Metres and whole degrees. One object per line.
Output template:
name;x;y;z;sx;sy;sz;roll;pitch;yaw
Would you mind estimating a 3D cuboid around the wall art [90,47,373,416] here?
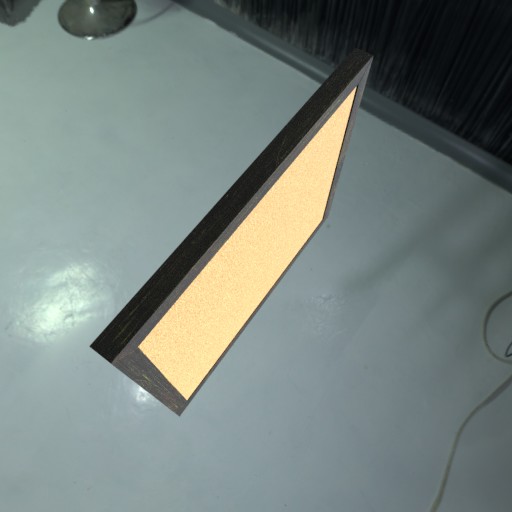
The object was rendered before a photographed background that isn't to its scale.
wall art;0.000;0.000;0.765;0.032;0.457;0.558;32;68;15
